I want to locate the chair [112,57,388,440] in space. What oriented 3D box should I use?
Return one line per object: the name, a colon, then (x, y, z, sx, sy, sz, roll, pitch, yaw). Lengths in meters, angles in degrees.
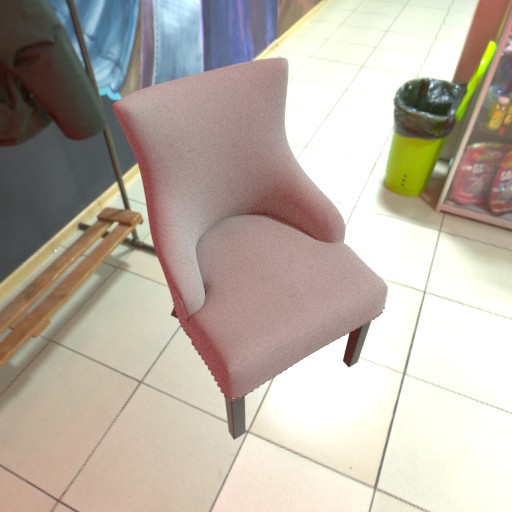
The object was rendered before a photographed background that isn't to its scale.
chair: (0.000, 0.000, 1.325, 0.566, 0.909, 0.629, -25, 50, -22)
